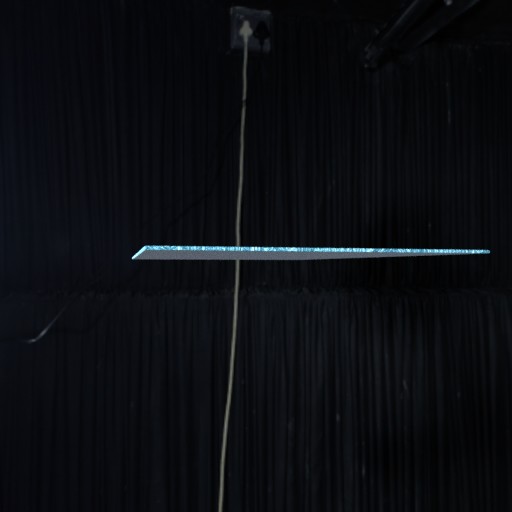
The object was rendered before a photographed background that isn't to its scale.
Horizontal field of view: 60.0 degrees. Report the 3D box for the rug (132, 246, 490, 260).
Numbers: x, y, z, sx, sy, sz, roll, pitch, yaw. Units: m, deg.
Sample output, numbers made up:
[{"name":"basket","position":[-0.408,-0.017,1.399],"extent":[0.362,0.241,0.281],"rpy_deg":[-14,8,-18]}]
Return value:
[{"name":"rug","position":[0.000,0.000,2.842],"extent":[1.490,0.015,2.277],"rpy_deg":[0,-1,-17]}]
